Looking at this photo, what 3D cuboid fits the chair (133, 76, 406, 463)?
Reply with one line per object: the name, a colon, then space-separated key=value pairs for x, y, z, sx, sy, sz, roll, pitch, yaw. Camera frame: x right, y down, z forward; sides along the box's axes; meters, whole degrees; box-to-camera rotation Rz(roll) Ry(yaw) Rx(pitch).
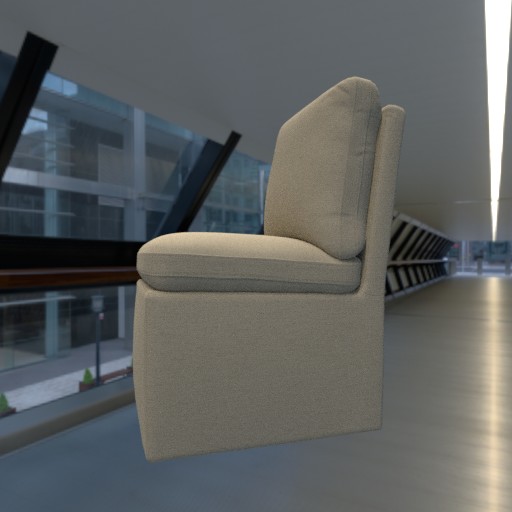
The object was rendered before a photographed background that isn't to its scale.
chair: x=0.000 y=0.000 z=1.300 sx=0.698 sy=0.927 sz=0.503 roll=0 pitch=1 yaw=-17
